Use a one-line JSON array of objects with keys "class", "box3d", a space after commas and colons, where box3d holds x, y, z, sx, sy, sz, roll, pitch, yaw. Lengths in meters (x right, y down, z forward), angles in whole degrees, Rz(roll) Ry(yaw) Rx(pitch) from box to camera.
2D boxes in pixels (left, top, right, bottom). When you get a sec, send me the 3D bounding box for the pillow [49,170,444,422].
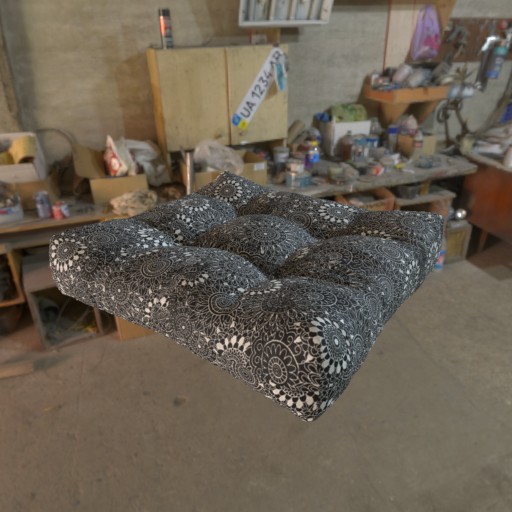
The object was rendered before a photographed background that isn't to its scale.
[{"class": "pillow", "box3d": [0.000, 0.000, 0.733, 0.490, 0.128, 0.468, 17, 31, 31]}]
